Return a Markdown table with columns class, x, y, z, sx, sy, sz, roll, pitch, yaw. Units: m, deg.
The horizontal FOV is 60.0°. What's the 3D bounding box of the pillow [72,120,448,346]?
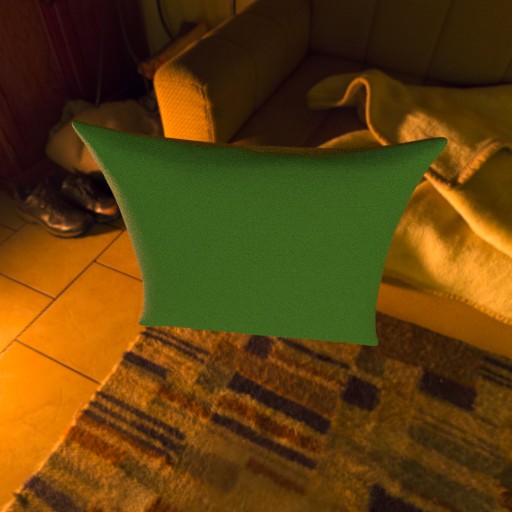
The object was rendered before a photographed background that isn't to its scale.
| class | x | y | z | sx | sy | sz | roll | pitch | yaw |
| --- | --- | --- | --- | --- | --- | --- | --- | --- | --- |
| pillow | 0.000 | 0.000 | 0.772 | 0.514 | 0.497 | 0.150 | 4 | 47 | 4 |
